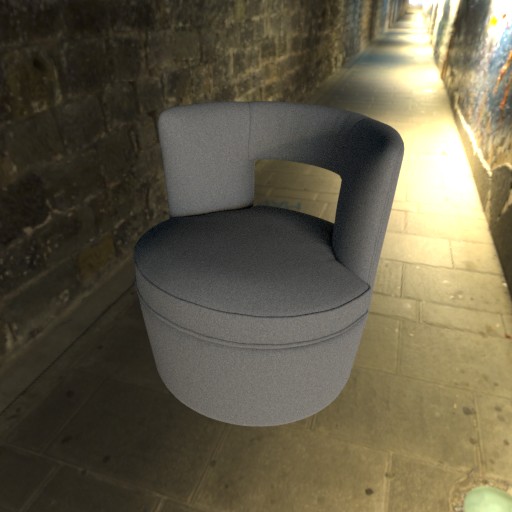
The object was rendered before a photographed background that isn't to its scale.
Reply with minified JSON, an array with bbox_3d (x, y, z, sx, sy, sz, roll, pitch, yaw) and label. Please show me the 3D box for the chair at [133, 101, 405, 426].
[{"bbox_3d":[0.000,0.000,1.247,0.689,0.719,0.660,18,35,28],"label":"chair"}]
